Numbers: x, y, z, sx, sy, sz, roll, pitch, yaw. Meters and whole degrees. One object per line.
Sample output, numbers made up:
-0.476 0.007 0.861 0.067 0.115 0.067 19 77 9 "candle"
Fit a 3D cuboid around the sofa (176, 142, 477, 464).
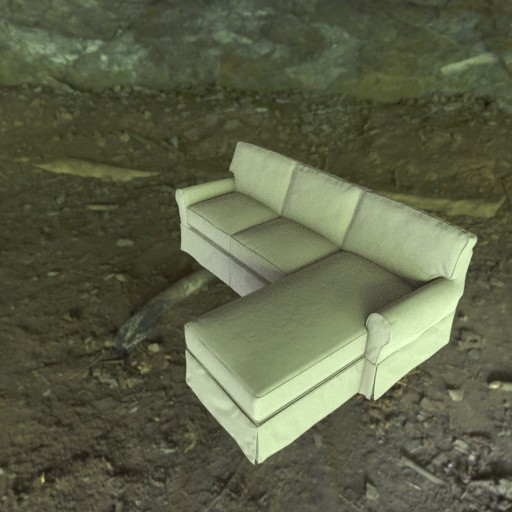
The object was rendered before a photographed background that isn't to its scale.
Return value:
0.000 0.000 3.351 1.733 0.978 2.475 -22 38 -31 "sofa"
